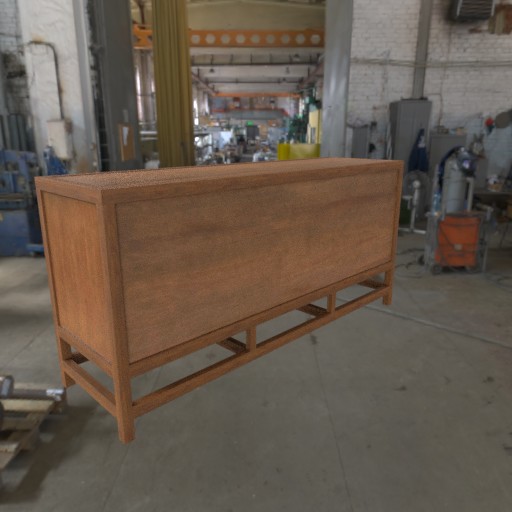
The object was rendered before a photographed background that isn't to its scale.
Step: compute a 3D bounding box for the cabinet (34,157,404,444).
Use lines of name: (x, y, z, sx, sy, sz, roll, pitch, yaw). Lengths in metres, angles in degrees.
cabinet: (0.000, 0.000, 2.074, 1.708, 0.820, 0.522, -15, 22, -43)
